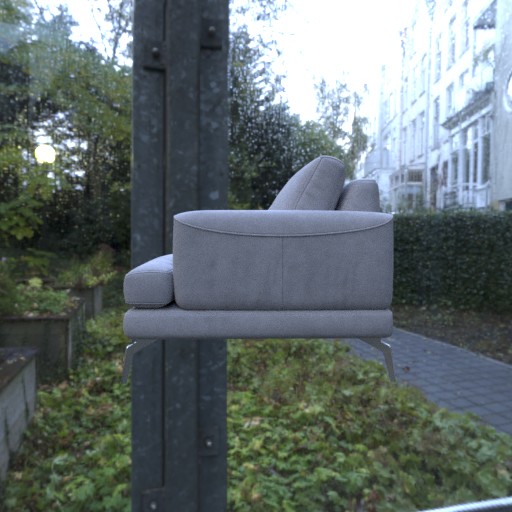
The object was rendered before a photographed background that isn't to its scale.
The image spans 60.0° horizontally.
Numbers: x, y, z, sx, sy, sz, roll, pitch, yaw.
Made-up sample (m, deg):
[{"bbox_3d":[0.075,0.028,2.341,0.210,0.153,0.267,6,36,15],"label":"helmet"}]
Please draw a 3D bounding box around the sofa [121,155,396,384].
[{"bbox_3d":[0.000,0.000,2.517,0.980,0.830,2.013,0,2,-1],"label":"sofa"}]
